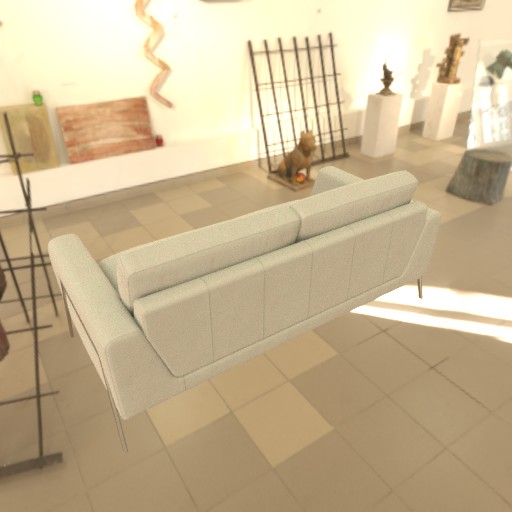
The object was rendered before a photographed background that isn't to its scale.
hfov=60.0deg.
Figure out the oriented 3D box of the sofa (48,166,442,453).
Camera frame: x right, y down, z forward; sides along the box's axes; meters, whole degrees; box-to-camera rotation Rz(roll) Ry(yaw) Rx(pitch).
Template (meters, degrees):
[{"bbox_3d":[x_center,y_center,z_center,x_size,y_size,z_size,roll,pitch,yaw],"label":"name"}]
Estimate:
[{"bbox_3d":[0.000,0.000,2.531,2.017,0.875,0.953,-19,37,-28],"label":"sofa"}]
